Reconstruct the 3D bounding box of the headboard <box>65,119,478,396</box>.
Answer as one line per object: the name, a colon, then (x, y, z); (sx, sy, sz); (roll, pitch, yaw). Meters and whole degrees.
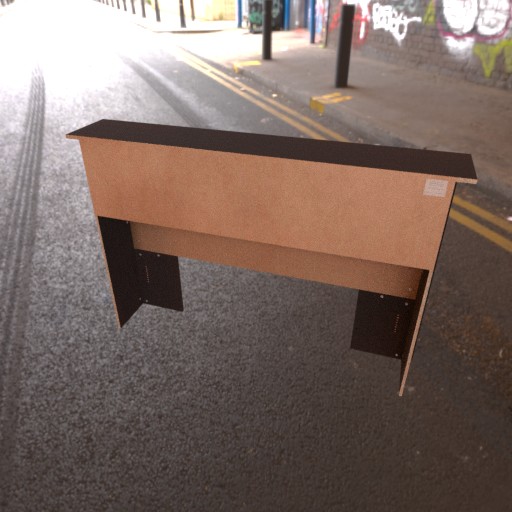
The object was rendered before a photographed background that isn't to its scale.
headboard: (0.000, 0.000, 2.121); (1.671, 1.092, 0.279); (10, 33, 15)
